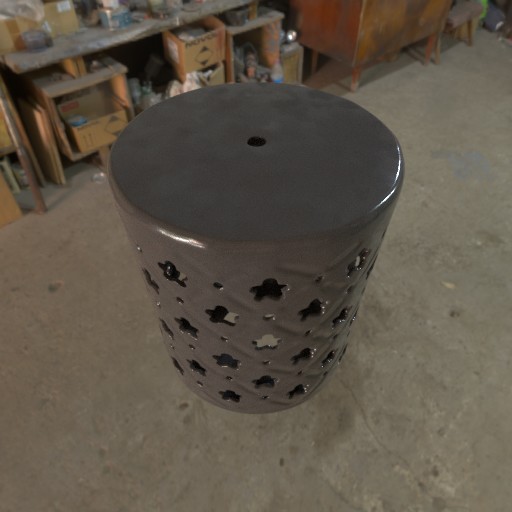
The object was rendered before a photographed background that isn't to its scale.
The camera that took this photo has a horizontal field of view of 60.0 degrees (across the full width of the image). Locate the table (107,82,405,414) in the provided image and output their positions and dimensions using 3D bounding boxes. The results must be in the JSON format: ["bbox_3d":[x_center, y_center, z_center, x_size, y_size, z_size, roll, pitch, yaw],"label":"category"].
[{"bbox_3d":[0.000,0.000,0.662,0.352,0.387,0.352,0,45,0],"label":"table"}]
